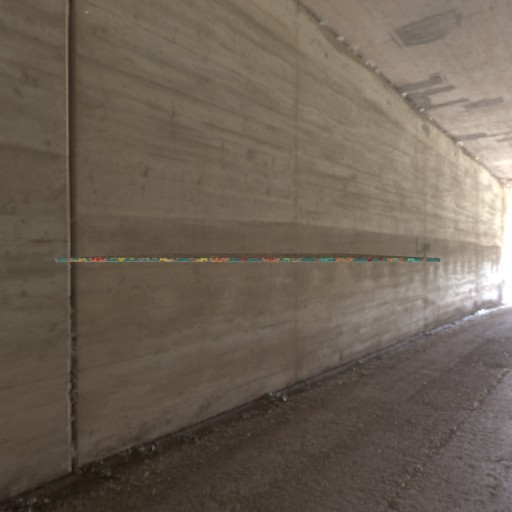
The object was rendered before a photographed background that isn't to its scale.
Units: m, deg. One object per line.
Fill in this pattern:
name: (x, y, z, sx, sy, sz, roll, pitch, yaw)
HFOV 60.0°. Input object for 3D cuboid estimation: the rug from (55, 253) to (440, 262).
rug: (0.000, 0.000, 2.888, 1.527, 0.016, 2.290, 0, 1, 2)
